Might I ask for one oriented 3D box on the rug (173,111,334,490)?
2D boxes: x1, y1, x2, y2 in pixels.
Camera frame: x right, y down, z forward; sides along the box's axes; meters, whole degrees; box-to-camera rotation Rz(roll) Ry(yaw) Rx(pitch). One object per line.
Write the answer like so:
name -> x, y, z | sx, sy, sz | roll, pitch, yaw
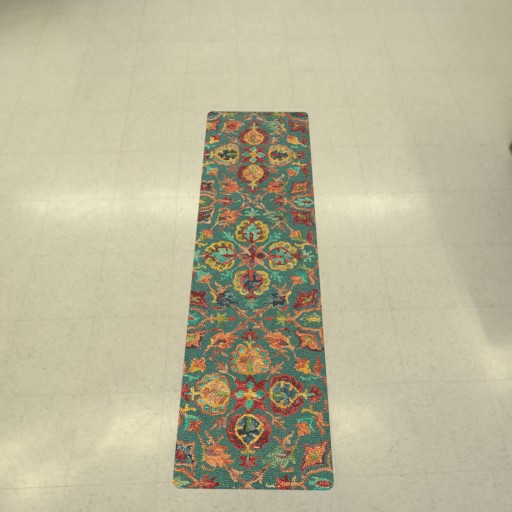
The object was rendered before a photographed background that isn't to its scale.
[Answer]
rug -> 0.000, 0.000, 2.450 | 0.686, 0.013, 2.286 | 1, 60, 0
